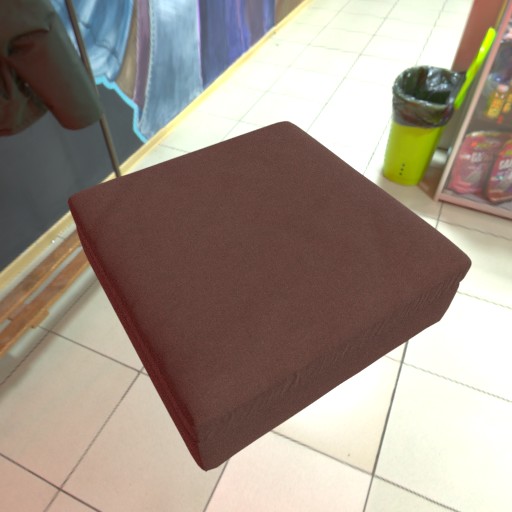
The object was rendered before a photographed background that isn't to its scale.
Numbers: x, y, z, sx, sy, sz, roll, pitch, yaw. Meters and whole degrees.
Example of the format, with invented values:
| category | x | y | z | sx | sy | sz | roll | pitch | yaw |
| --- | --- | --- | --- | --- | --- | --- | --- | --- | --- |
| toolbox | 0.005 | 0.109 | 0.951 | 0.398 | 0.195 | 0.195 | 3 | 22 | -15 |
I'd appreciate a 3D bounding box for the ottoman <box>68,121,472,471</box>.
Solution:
| category | x | y | z | sx | sy | sz | roll | pitch | yaw |
| --- | --- | --- | --- | --- | --- | --- | --- | --- | --- |
| ottoman | 0.000 | 0.000 | 1.850 | 1.181 | 0.470 | 1.181 | -25 | 52 | -22 |
